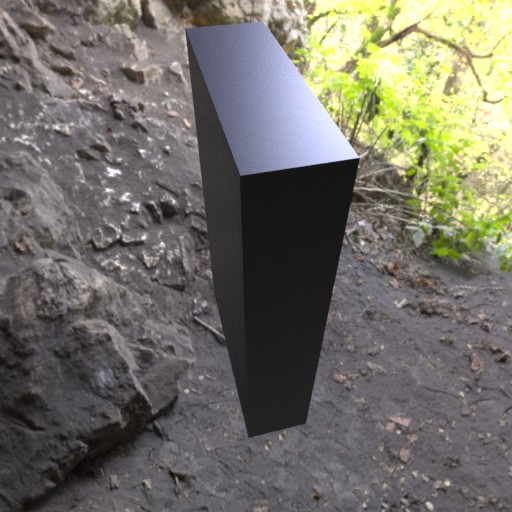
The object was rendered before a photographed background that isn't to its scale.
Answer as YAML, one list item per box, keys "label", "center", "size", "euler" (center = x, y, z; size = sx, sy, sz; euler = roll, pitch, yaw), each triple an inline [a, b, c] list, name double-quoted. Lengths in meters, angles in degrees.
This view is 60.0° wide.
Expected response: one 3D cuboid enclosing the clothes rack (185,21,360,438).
- label: "clothes rack"
  center: [0.000, 0.000, 1.565]
  size: [0.250, 1.280, 0.750]
  euler: [-10, 48, -10]
